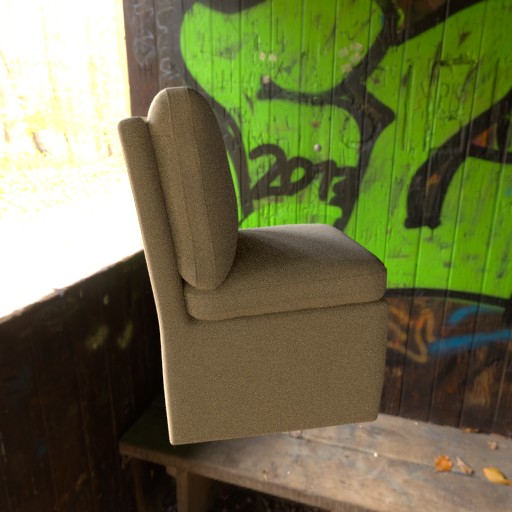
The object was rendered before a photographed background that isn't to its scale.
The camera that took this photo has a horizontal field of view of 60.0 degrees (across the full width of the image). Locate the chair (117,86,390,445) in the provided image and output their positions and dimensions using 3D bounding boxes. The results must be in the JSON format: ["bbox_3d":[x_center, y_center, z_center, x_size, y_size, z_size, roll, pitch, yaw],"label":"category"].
[{"bbox_3d":[0.000,0.000,1.340,0.698,0.927,0.503,-3,17,-10],"label":"chair"}]
